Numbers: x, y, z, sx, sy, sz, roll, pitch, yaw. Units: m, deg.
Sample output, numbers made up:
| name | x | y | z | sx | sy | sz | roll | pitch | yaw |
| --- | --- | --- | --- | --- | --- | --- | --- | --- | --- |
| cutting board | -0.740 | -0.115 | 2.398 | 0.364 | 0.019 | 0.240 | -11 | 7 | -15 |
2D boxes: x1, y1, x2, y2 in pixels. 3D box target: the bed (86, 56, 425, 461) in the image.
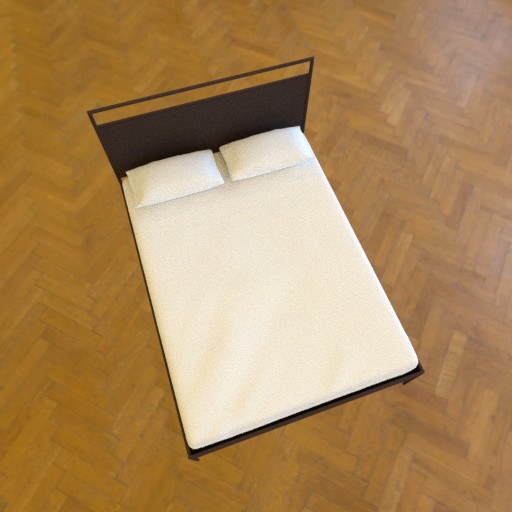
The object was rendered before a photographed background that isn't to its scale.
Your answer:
| name | x | y | z | sx | sy | sz | roll | pitch | yaw |
| --- | --- | --- | --- | --- | --- | --- | --- | --- | --- |
| bed | 0.000 | 0.000 | 3.024 | 1.572 | 1.173 | 2.122 | -17 | 64 | -8 |
